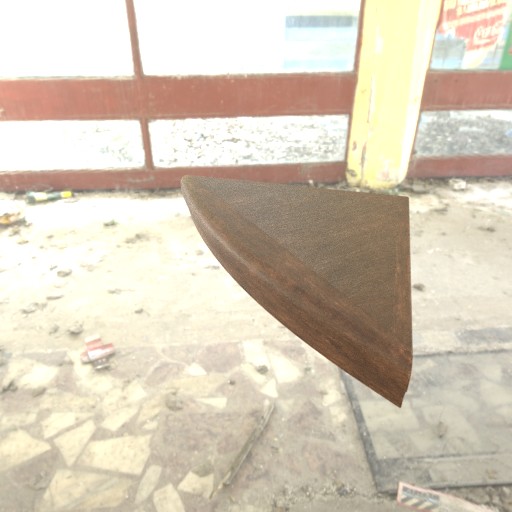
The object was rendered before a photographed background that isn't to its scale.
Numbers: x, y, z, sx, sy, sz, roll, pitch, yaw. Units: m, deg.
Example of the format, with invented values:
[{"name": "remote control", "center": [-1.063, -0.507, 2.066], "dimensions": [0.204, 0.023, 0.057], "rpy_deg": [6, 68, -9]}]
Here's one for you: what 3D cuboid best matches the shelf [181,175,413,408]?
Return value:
[{"name": "shelf", "center": [0.000, 0.000, 0.474], "dimensions": [0.310, 0.050, 0.310], "rpy_deg": [8, 31, 14]}]
